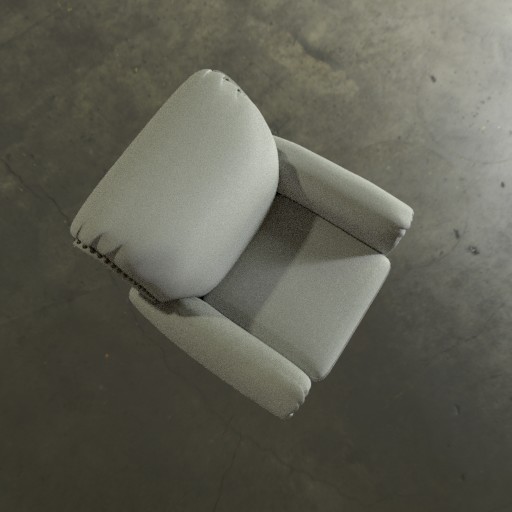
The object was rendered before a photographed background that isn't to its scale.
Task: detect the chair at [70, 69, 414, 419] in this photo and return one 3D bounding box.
[{"bbox_3d":[0.000,0.000,1.639,0.890,0.927,0.854,33,77,8],"label":"chair"}]
